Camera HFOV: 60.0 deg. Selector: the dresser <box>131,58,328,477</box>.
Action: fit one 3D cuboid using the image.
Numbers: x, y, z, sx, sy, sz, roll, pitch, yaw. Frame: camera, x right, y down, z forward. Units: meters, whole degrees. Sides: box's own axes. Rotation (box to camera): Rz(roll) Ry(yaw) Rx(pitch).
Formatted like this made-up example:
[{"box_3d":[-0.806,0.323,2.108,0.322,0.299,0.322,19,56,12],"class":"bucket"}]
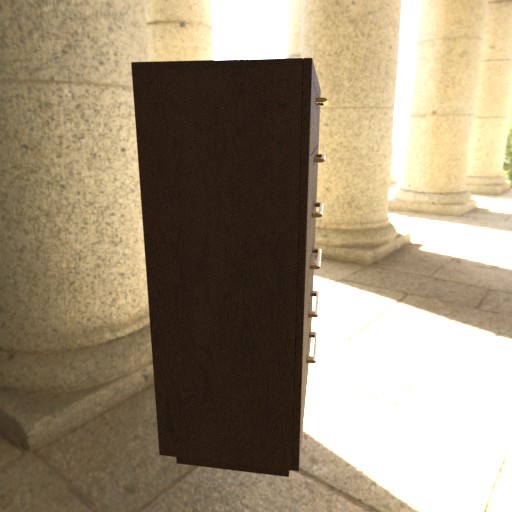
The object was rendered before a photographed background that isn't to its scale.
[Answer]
[{"box_3d":[0.000,0.000,1.775,0.516,1.320,0.964,3,16,9],"class":"dresser"}]
